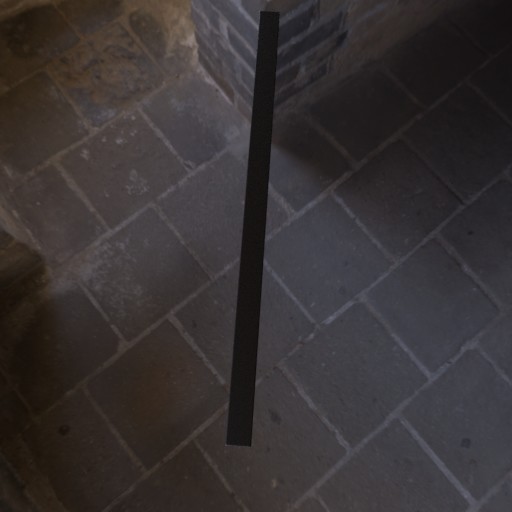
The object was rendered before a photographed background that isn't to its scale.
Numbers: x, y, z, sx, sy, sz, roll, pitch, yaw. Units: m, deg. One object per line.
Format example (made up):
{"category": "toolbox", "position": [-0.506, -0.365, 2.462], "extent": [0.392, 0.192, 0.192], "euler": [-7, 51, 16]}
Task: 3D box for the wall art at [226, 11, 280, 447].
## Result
{"category": "wall art", "position": [0.000, 0.000, 1.116], "extent": [0.038, 0.765, 0.765], "euler": [4, 76, 1]}
